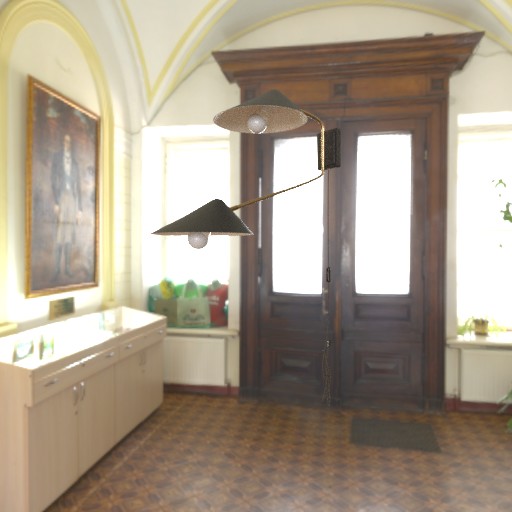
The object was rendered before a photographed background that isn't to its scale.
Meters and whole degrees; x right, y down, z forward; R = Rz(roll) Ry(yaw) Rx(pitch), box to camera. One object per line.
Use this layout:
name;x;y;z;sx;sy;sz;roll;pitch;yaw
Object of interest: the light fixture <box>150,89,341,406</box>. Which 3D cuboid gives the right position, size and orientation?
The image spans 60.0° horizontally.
light fixture;0.000;0.000;0.870;0.422;0.665;0.189;0;1;-35
